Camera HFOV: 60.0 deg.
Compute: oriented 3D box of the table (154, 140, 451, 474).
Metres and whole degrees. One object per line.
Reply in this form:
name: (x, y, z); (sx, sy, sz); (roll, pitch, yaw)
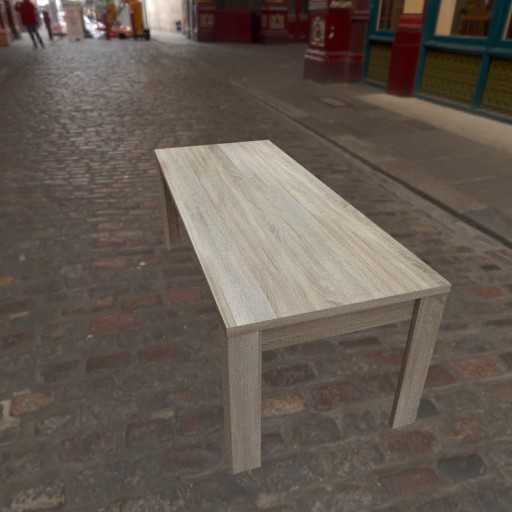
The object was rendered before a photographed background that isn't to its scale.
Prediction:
table: (0.000, 0.000, 2.711); (0.900, 0.790, 2.200); (-9, 31, -15)
